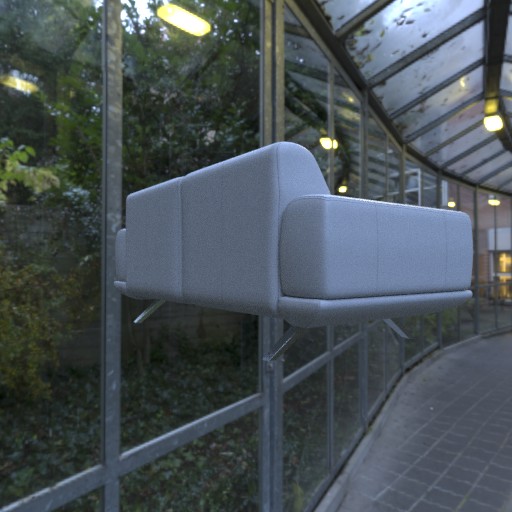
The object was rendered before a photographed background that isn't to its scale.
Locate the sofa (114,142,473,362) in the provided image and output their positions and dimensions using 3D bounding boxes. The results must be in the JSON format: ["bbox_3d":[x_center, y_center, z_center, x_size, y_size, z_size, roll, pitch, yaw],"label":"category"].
[{"bbox_3d":[0.000,0.000,2.337,0.900,0.772,1.901,1,-1,-36],"label":"sofa"}]
